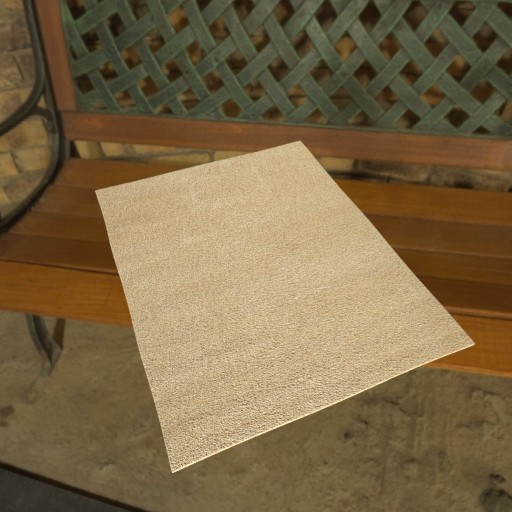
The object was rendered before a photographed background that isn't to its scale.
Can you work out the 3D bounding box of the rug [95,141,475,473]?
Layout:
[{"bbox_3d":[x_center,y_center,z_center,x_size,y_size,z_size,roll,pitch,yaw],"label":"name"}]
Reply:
[{"bbox_3d":[0.000,0.000,4.035,2.400,0.025,3.000,-17,50,-15],"label":"rug"}]
